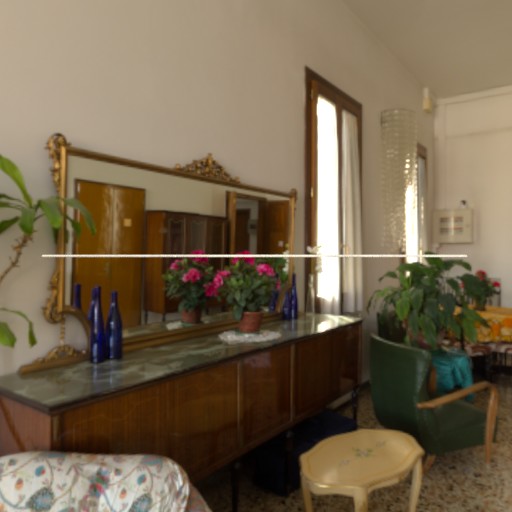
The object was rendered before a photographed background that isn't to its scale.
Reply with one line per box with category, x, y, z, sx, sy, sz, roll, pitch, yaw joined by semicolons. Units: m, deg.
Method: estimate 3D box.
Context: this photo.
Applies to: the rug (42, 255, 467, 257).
rug;0.000;0.000;4.055;2.438;0.013;3.048;0;0;0
